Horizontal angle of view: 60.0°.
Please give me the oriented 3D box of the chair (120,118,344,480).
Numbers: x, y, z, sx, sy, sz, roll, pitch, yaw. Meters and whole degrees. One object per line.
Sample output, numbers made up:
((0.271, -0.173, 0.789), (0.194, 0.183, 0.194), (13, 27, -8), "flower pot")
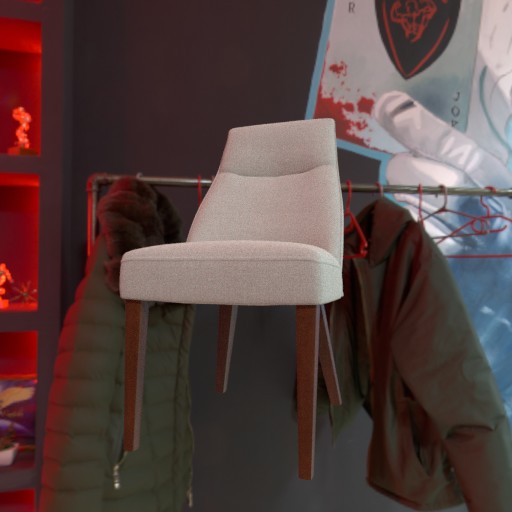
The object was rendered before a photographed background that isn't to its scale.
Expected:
((0.000, 0.000, 1.275), (0.500, 0.930, 0.620), (0, -1, 19), "chair")
